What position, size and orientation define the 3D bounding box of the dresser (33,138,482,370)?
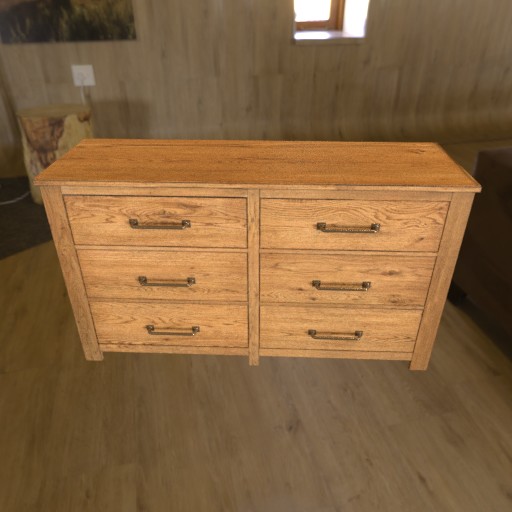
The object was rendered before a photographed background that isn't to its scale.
[{"bbox_3d":[0.000,0.000,2.083,1.657,0.932,0.563,1,31,2],"label":"dresser"}]
